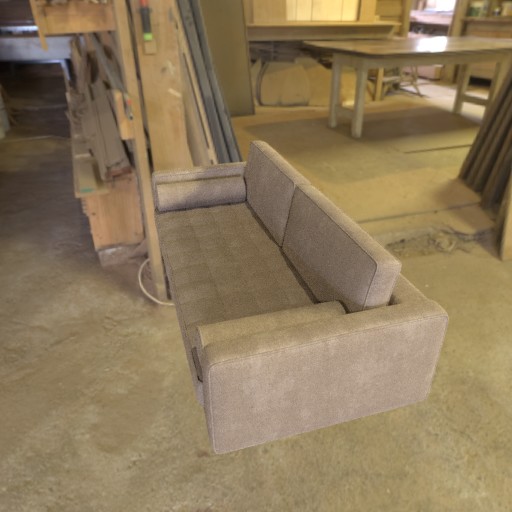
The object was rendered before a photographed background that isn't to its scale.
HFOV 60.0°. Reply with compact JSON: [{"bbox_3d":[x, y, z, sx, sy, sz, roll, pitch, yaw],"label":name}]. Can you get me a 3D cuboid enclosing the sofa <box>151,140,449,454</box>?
[{"bbox_3d":[0.000,0.000,2.327,0.920,0.769,1.883,-9,32,-14],"label":"sofa"}]
